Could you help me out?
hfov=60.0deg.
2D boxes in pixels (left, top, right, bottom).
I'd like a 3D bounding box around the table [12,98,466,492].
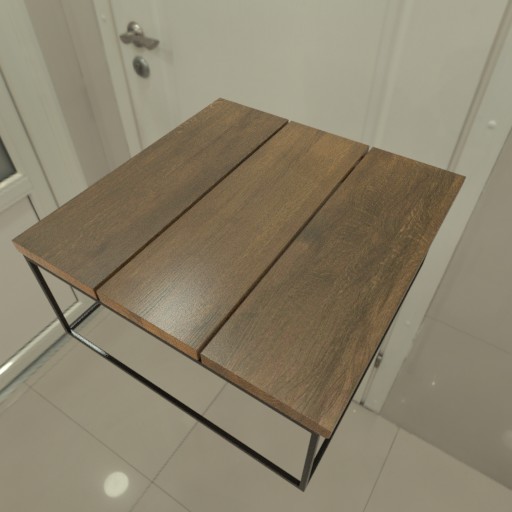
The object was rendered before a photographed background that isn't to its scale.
[{"bbox_3d":[0.000,0.000,1.364,0.900,0.400,0.900,25,51,22],"label":"table"}]
